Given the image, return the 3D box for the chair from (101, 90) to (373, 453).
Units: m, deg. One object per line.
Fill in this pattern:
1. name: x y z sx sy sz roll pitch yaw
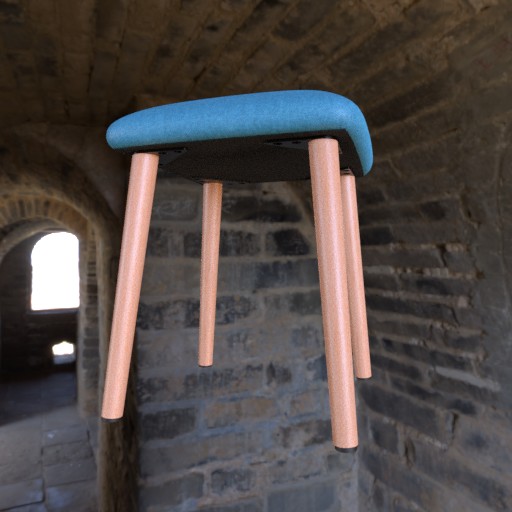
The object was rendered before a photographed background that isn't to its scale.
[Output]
1. chair: 0.000 0.000 0.715 0.360 0.450 0.360 0 0 17
